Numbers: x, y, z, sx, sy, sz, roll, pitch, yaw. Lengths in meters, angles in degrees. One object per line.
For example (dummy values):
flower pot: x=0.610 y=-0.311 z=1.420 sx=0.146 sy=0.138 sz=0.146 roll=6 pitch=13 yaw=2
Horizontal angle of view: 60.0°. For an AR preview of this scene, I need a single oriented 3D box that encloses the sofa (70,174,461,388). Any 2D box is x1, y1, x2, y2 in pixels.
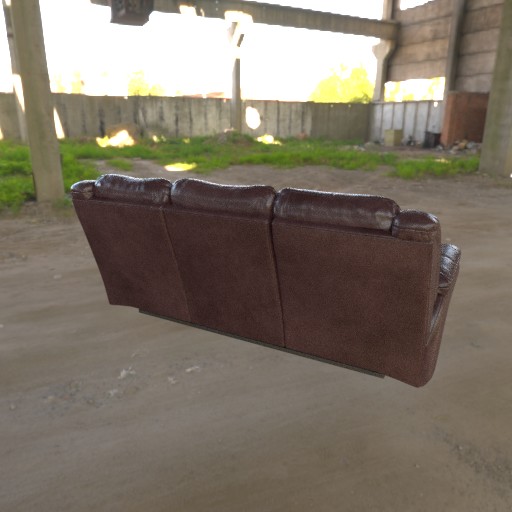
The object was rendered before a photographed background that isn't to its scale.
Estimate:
sofa: x=0.000 y=0.000 z=2.851 sx=2.337 sy=1.043 sz=0.991 roll=9 pitch=20 yaw=28
